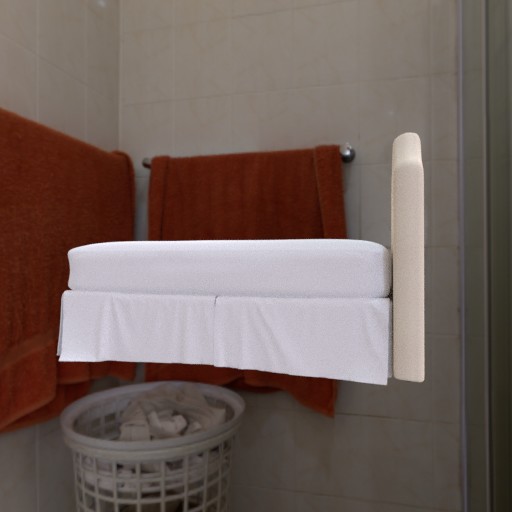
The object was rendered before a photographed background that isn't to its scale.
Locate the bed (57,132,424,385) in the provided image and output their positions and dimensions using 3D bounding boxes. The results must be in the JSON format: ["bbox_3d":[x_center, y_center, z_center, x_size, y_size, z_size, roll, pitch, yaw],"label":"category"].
[{"bbox_3d":[0.000,0.000,3.278,2.209,1.296,1.827,0,0,17],"label":"bed"}]
